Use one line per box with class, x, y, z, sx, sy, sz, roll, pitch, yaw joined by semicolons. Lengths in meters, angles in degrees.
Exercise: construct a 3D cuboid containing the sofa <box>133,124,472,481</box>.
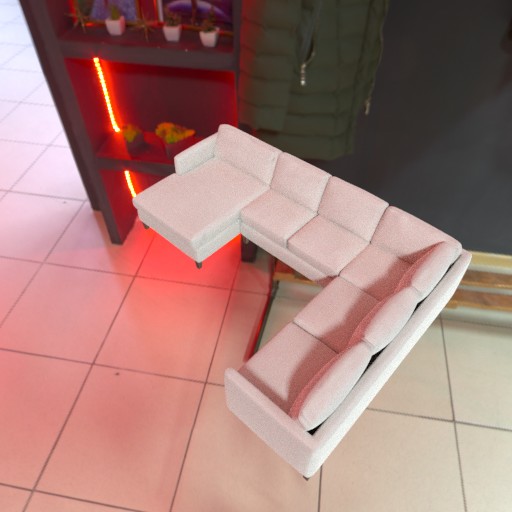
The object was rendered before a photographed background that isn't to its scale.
sofa;0.000;0.000;4.644;3.459;0.956;2.593;34;55;27
